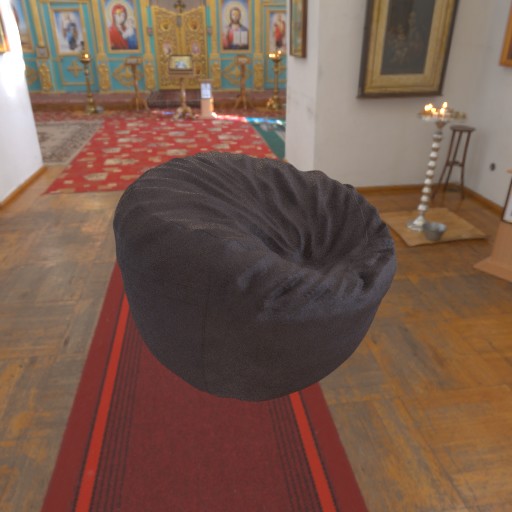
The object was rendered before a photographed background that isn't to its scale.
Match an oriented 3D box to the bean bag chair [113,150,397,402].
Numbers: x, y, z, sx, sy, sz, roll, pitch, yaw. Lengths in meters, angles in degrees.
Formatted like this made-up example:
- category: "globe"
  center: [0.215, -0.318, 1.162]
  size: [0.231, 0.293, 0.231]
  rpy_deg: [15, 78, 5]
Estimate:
- category: "bean bag chair"
  center: [0.000, 0.000, 2.112]
  size: [1.245, 0.821, 1.245]
  rpy_deg: [0, 25, 0]
